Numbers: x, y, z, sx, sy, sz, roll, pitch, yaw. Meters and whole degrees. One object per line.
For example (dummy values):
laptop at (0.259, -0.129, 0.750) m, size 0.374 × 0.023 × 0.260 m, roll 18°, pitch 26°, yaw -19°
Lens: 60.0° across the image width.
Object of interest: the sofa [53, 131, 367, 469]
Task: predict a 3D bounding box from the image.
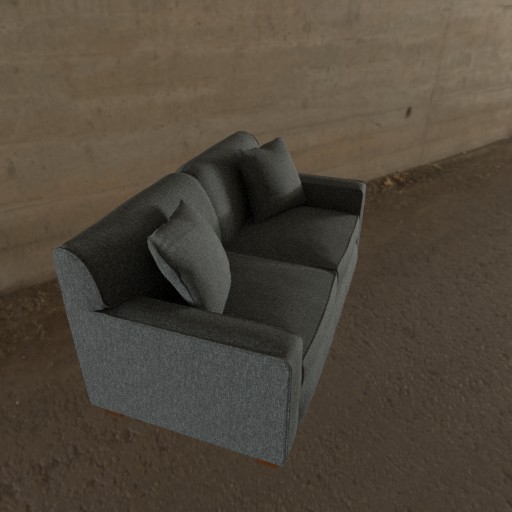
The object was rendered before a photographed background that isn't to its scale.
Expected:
sofa at (0.000, 0.000, 2.455) m, size 0.998 × 0.958 × 1.846 m, roll 10°, pitch 32°, yaw 17°
